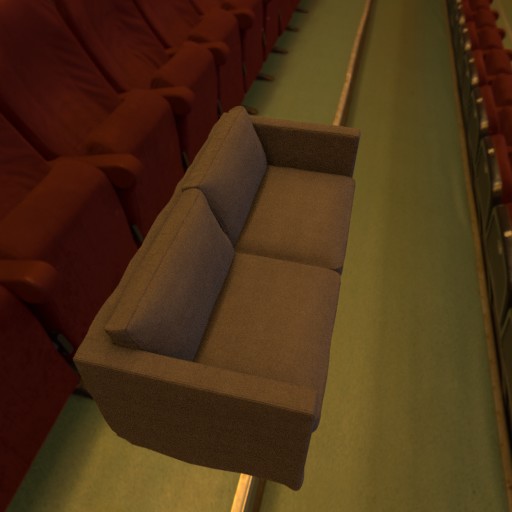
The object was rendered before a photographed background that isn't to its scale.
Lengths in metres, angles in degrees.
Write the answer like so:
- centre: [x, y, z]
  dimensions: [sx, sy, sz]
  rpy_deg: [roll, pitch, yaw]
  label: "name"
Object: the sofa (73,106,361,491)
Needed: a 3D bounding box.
- centre: [0.000, 0.000, 2.428]
  dimensions: [0.953, 0.855, 1.982]
  rpy_deg: [10, 46, 10]
  label: "sofa"
